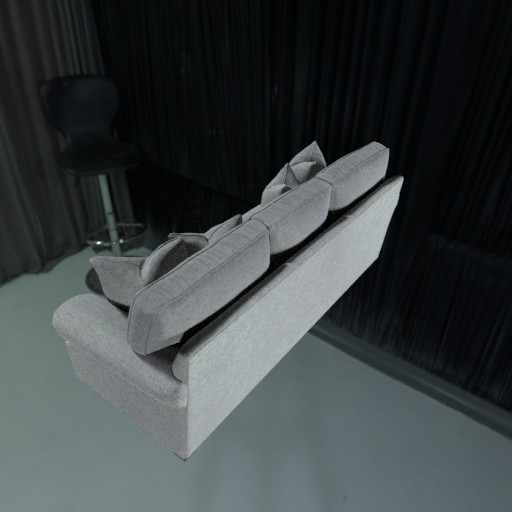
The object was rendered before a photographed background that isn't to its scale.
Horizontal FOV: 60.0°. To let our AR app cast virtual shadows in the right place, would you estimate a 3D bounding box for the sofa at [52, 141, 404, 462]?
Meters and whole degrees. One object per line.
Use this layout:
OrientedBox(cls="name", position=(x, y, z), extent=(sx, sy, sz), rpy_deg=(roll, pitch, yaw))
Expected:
OrientedBox(cls="sofa", position=(0.000, 0.000, 2.743), extent=(0.965, 0.975, 2.312), rpy_deg=(22, 39, 30))
